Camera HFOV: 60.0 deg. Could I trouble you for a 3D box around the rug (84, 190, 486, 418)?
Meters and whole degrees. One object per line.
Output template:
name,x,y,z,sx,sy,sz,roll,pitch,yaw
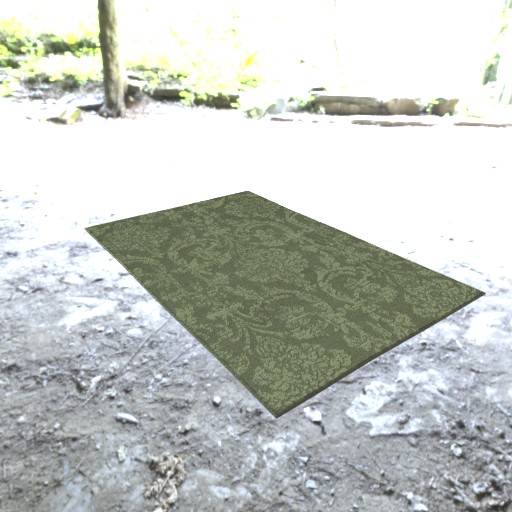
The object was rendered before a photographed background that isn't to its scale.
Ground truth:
rug,0.000,0.000,2.311,1.206,0.012,1.824,-18,32,-32
